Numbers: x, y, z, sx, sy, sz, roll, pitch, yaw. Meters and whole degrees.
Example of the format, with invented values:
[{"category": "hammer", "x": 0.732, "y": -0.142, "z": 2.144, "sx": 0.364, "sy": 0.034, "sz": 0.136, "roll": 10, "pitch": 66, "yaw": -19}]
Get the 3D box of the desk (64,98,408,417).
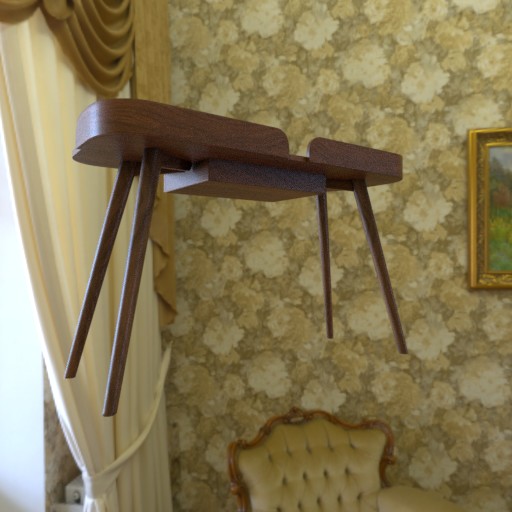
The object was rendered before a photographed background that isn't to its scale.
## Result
[{"category": "desk", "x": 0.000, "y": 0.000, "z": 1.636, "sx": 1.256, "sy": 0.800, "sz": 0.486, "roll": 0, "pitch": 0, "yaw": -36}]
